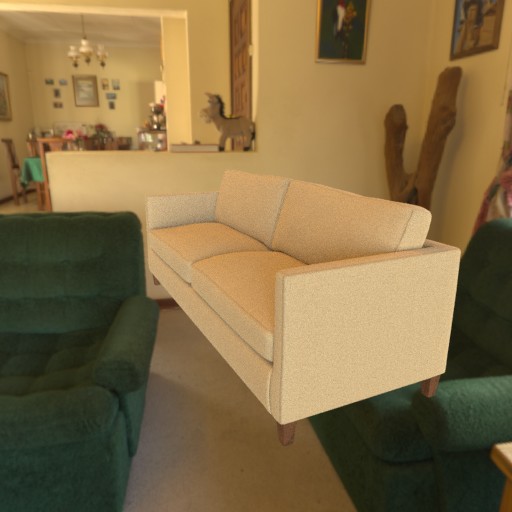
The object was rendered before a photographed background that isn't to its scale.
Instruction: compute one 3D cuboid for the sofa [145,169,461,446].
[{"bbox_3d":[0.000,0.000,2.878,0.951,0.968,2.361,-8,17,-25],"label":"sofa"}]
